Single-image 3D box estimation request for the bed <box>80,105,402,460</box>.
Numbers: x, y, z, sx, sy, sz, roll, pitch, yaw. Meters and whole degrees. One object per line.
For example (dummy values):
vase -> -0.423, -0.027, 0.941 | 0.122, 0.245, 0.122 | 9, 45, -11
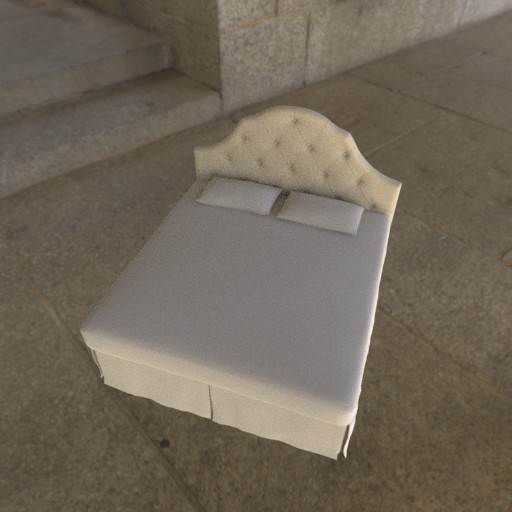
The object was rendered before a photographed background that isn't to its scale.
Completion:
bed -> 0.000, 0.000, 3.456 | 2.012, 1.555, 2.086 | 13, 44, 14
